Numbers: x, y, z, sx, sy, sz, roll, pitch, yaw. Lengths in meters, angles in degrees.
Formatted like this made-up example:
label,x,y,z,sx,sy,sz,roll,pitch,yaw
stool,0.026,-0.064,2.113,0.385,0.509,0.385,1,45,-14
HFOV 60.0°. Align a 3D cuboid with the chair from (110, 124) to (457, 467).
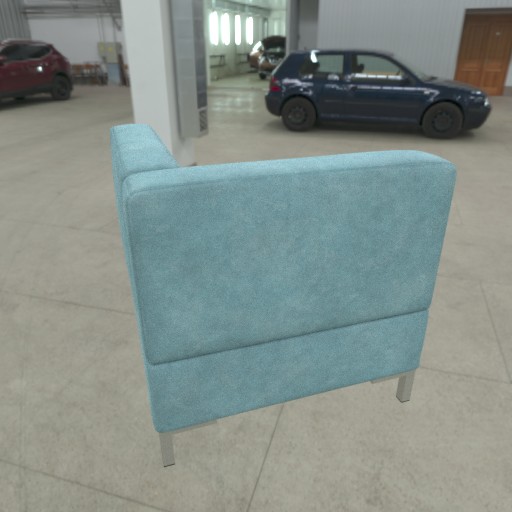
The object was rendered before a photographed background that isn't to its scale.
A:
label,x,y,z,sx,sy,sz,roll,pitch,yaw
chair,0.000,0.000,1.224,0.691,0.660,0.684,-8,27,-17
